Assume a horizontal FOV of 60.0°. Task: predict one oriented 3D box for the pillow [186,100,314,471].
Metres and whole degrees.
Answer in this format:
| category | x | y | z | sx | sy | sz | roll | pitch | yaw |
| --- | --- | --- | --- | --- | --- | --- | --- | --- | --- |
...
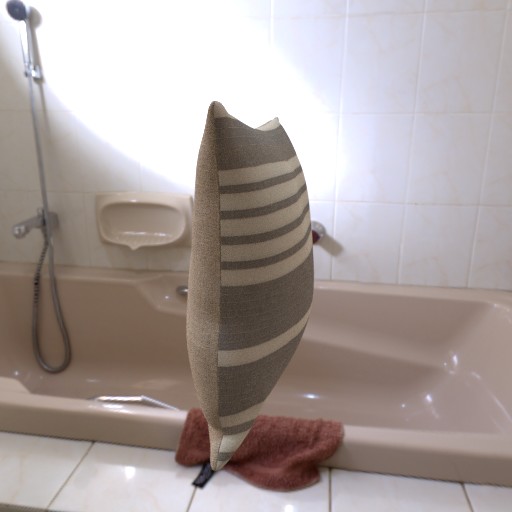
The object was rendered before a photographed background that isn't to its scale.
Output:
| category | x | y | z | sx | sy | sz | roll | pitch | yaw |
| --- | --- | --- | --- | --- | --- | --- | --- | --- | --- |
| pillow | 0.000 | 0.000 | 0.695 | 0.182 | 0.440 | 0.439 | 3 | 17 | 11 |
